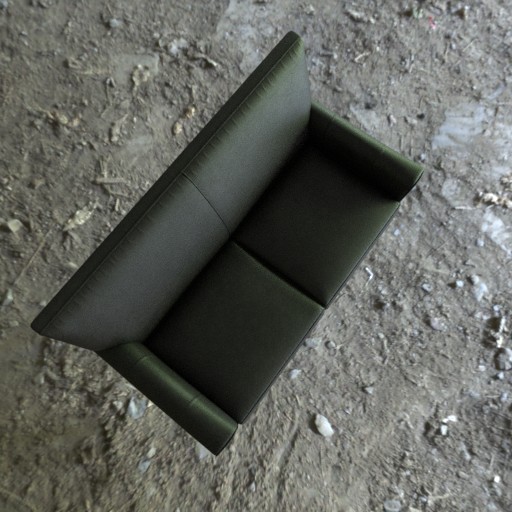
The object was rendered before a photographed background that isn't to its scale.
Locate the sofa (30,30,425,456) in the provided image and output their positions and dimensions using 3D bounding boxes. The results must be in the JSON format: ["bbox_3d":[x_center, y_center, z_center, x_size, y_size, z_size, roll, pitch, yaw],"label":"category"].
[{"bbox_3d":[0.000,0.000,1.973,0.787,0.871,1.473,36,78,9],"label":"sofa"}]
